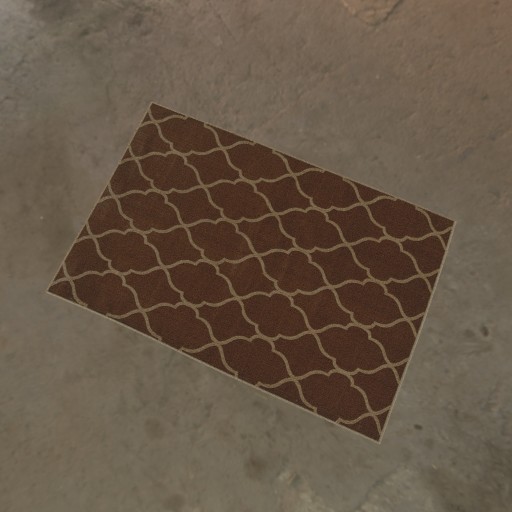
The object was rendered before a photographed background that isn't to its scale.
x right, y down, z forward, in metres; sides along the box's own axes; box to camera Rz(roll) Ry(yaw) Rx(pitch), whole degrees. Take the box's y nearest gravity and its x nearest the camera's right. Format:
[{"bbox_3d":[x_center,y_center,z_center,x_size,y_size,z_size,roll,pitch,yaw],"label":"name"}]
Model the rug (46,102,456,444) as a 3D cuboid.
[{"bbox_3d":[0.000,0.000,2.909,2.294,0.014,1.528,23,77,6],"label":"rug"}]
